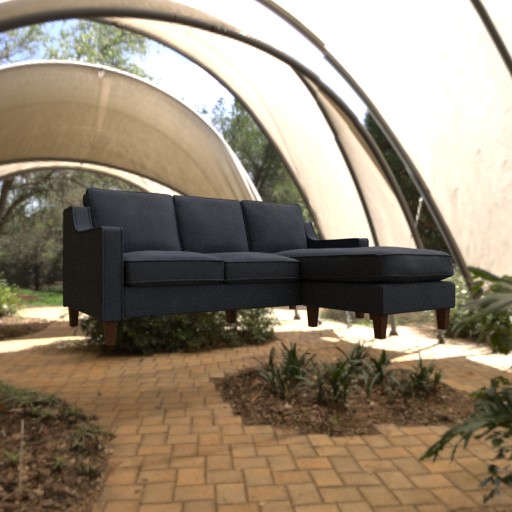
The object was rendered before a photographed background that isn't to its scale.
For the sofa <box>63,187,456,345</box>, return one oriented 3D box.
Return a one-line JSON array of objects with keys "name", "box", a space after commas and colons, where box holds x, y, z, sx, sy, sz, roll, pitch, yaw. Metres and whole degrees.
[{"name": "sofa", "box": [0.000, 0.000, 3.288, 2.317, 1.066, 1.858, 1, -1, -35]}]
